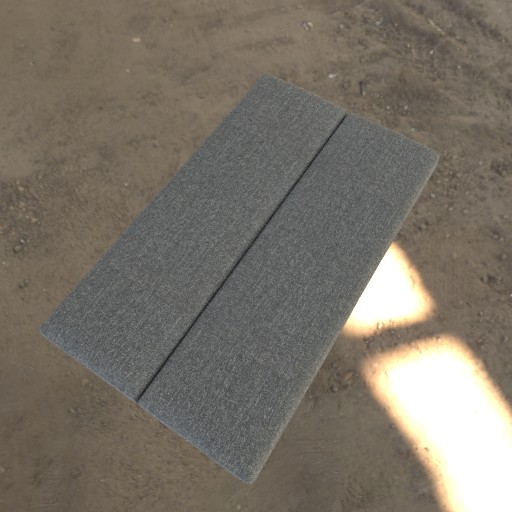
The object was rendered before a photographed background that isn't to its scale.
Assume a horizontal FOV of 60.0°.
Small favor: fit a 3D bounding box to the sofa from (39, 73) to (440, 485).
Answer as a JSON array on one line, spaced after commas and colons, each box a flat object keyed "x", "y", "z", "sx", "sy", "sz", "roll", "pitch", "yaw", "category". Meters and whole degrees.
[{"x": 0.000, "y": 0.000, "z": 1.552, "sx": 0.782, "sy": 0.417, "sz": 1.198, "roll": 30, "pitch": 68, "yaw": 14, "category": "sofa"}]
